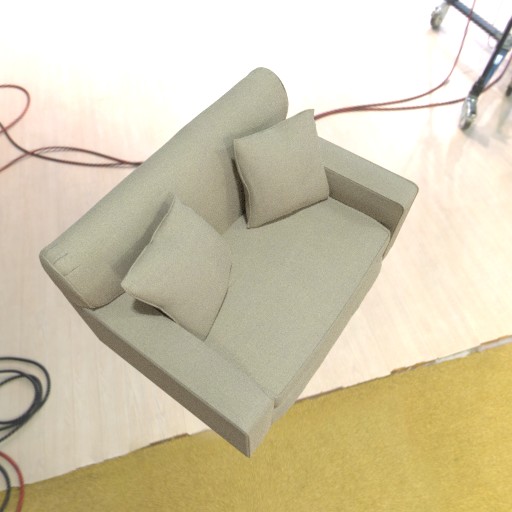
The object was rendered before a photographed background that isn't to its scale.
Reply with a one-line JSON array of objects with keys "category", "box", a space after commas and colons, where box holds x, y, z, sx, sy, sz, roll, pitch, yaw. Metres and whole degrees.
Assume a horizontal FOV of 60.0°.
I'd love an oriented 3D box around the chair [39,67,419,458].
[{"category": "chair", "box": [0.000, 0.000, 2.076, 1.000, 0.948, 1.383, 31, 63, 18]}]
